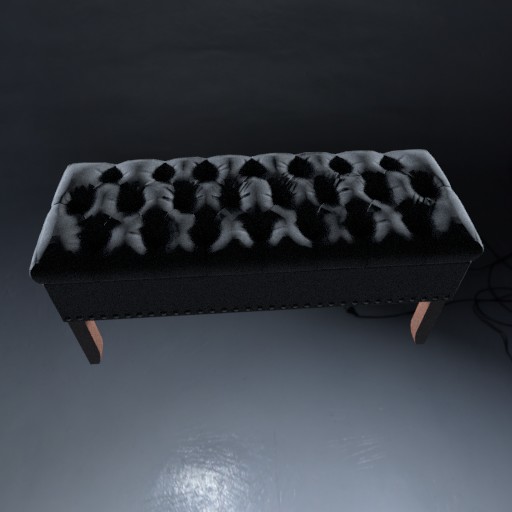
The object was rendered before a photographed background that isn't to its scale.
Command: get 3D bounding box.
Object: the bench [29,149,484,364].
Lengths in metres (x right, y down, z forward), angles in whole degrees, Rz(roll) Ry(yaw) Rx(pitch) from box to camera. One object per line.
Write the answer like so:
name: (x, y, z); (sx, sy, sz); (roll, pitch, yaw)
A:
bench: (0.000, 0.000, 1.296); (1.052, 0.470, 0.417); (-3, 47, -3)
